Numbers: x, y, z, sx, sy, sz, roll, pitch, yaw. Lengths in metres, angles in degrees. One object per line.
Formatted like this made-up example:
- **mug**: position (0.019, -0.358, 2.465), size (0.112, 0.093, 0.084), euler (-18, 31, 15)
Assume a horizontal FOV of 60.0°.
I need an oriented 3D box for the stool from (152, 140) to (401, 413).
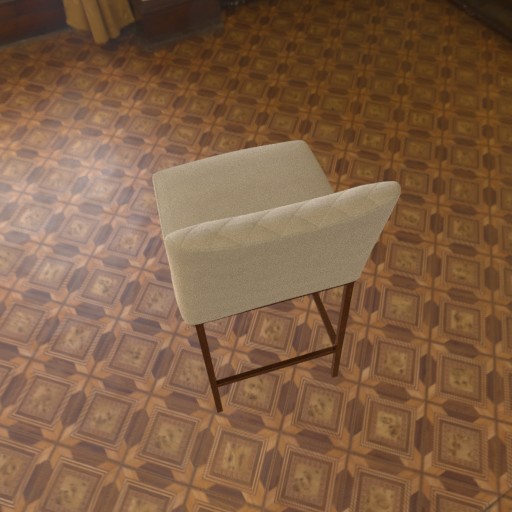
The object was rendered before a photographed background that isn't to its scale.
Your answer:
- **stool**: position (0.000, 0.000, 1.334), size (0.507, 0.973, 0.576), euler (-14, 58, -9)
